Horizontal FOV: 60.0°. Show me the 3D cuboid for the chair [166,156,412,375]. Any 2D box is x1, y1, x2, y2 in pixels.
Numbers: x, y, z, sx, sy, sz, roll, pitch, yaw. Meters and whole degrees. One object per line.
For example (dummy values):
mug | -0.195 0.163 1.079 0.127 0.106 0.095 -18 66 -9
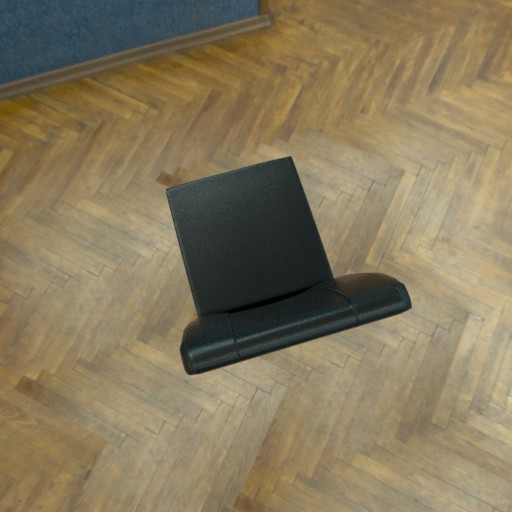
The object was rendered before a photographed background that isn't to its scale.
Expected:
chair | 0.000 0.000 1.202 0.399 0.897 0.556 -16 75 -4
